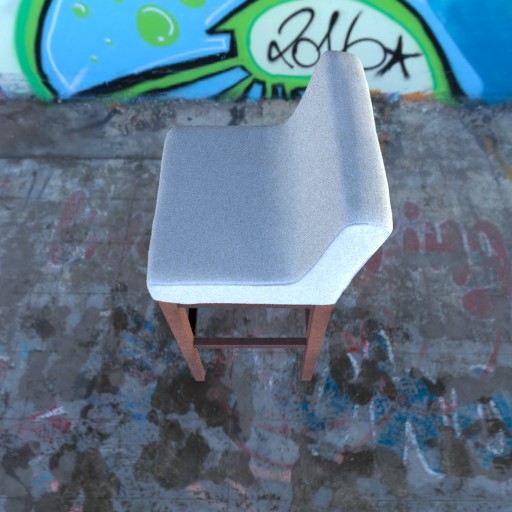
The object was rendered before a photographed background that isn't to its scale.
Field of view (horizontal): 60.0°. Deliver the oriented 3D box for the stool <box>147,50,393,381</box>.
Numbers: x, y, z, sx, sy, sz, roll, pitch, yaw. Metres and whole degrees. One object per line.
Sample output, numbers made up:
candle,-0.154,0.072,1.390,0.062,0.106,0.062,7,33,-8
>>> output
stool,0.000,0.000,1.331,0.500,1.037,0.511,0,59,0
